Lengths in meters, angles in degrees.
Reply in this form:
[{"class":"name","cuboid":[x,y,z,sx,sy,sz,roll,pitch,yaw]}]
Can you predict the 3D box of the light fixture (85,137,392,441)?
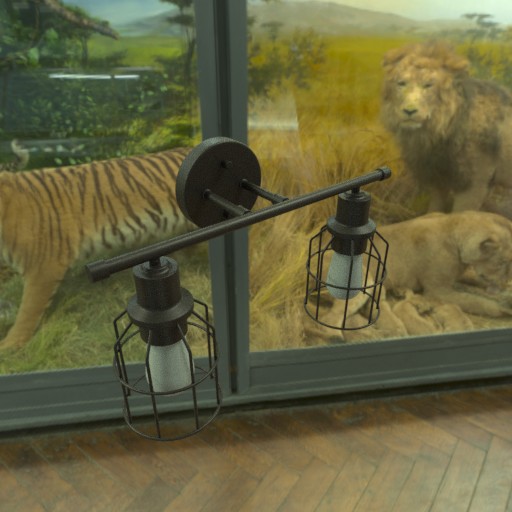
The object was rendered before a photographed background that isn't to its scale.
[{"class":"light fixture","cuboid":[0.000,0.000,0.539,0.406,0.254,0.165,-22,37,-33]}]
